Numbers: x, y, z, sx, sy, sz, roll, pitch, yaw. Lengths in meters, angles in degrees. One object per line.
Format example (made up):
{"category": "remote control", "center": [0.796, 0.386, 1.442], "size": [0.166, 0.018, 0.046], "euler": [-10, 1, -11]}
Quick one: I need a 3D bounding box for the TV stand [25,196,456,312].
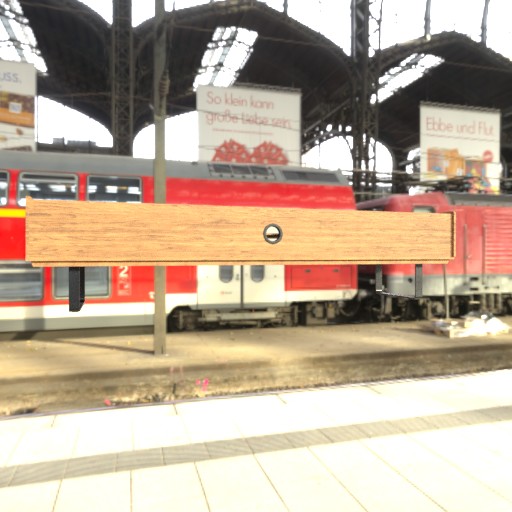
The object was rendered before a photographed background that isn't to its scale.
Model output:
{"category": "TV stand", "center": [0.000, 0.000, 1.999], "size": [1.796, 0.415, 0.467], "euler": [0, 0, -18]}
